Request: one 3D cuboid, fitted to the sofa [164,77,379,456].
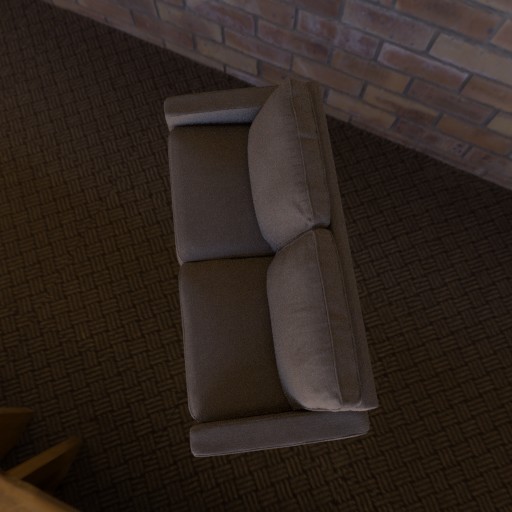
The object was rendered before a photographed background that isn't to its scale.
[{"bbox_3d":[0.000,0.000,2.607,0.940,0.919,2.080,-7,75,-2],"label":"sofa"}]
